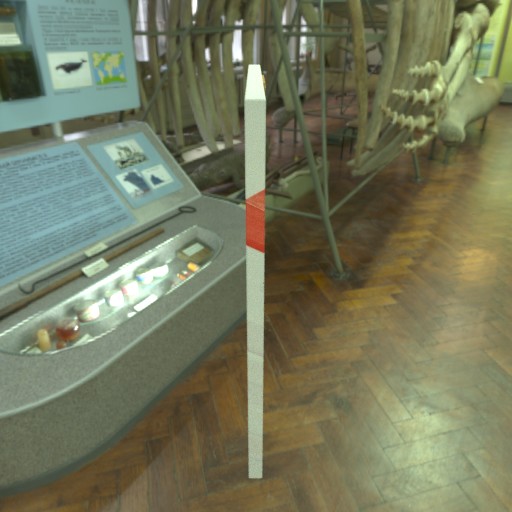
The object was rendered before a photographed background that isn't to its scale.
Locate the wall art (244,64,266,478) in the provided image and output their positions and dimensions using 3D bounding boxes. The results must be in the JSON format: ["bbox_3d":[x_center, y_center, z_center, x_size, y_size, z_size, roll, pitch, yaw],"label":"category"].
[{"bbox_3d":[0.000,0.000,1.346,0.045,1.014,0.759,0,28,0],"label":"wall art"}]
